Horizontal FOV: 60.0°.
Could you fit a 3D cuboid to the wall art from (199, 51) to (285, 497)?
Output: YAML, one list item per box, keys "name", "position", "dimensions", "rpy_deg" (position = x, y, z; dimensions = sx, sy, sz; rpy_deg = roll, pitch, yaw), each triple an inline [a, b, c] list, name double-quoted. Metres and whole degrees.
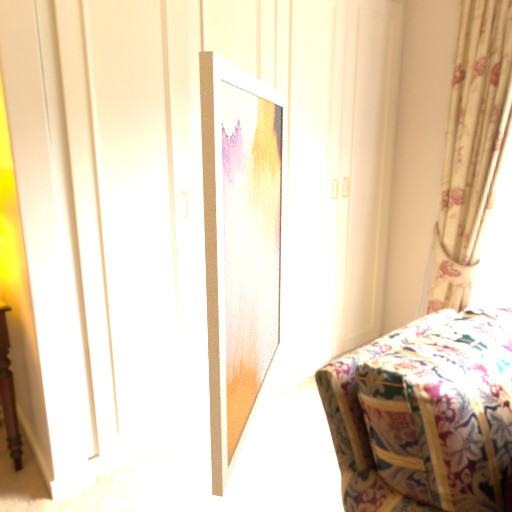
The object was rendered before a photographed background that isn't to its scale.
- name: "wall art"
  position: [0.000, 0.000, 0.616]
  dimensions: [0.013, 0.456, 0.382]
  rpy_deg: [3, 15, 13]
